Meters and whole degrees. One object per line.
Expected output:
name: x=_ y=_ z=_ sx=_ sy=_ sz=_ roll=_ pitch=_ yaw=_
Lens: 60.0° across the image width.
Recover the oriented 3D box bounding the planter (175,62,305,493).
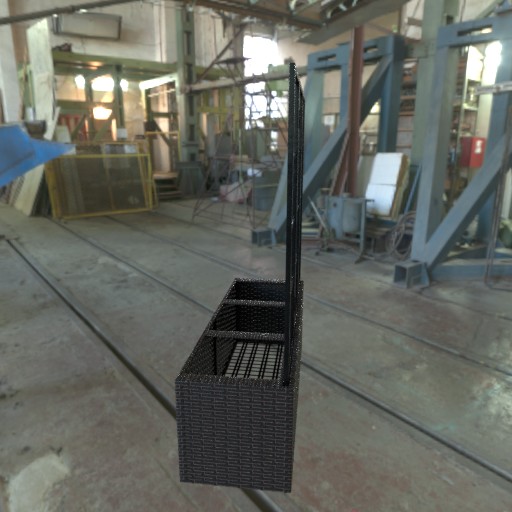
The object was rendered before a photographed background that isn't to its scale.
planter: x=0.000 y=0.000 z=1.170 sx=0.244 sy=0.841 sz=0.699 roll=2 pitch=15 yaw=7
